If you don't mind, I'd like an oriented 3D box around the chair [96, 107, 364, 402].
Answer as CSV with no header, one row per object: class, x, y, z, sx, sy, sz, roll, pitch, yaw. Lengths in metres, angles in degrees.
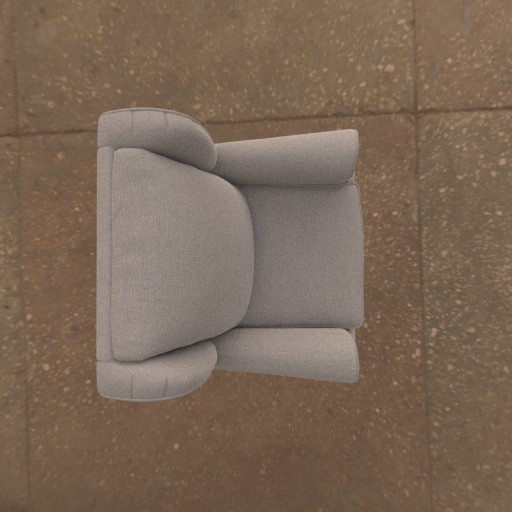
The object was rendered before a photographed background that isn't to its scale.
chair,0.000,0.000,1.651,0.854,0.966,0.906,0,89,2
